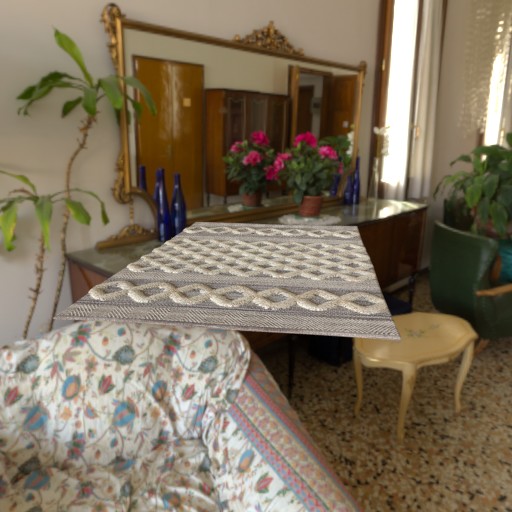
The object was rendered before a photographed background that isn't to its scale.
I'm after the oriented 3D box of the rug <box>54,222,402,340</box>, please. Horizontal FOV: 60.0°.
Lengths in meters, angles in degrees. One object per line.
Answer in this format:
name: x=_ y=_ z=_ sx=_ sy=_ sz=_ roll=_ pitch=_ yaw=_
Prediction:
rug: x=0.000 y=0.000 z=2.985 sx=1.513 sy=0.033 sz=2.333 roll=2 pitch=15 yaw=8
